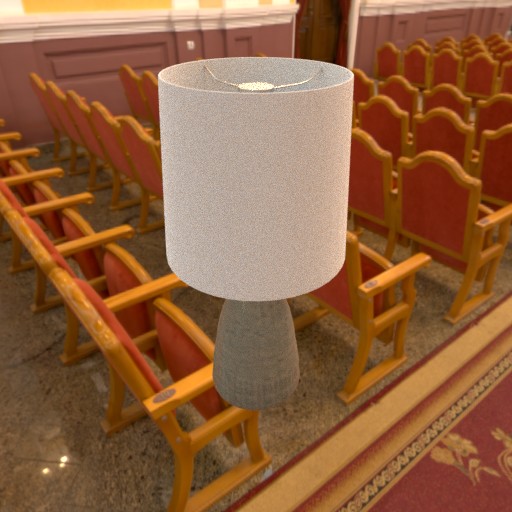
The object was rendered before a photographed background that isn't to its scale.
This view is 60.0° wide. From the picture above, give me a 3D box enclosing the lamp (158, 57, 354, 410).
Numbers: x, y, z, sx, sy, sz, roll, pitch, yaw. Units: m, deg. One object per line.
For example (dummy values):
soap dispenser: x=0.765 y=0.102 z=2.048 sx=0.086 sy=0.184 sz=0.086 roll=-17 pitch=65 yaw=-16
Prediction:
lamp: x=0.000 y=0.000 z=0.475 sx=0.186 sy=0.369 sz=0.186 roll=0 pitch=32 yaw=0
